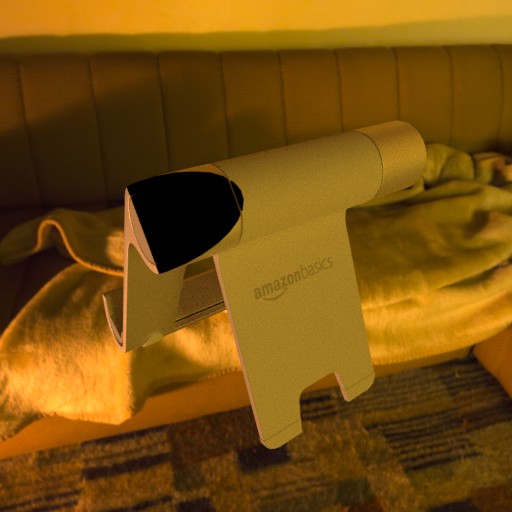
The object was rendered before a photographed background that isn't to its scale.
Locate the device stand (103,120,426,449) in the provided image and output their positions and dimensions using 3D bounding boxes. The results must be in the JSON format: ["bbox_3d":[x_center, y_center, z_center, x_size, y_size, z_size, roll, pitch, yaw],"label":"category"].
[{"bbox_3d":[0.000,0.000,0.149,0.086,0.084,0.079,-20,37,-29],"label":"device stand"}]
